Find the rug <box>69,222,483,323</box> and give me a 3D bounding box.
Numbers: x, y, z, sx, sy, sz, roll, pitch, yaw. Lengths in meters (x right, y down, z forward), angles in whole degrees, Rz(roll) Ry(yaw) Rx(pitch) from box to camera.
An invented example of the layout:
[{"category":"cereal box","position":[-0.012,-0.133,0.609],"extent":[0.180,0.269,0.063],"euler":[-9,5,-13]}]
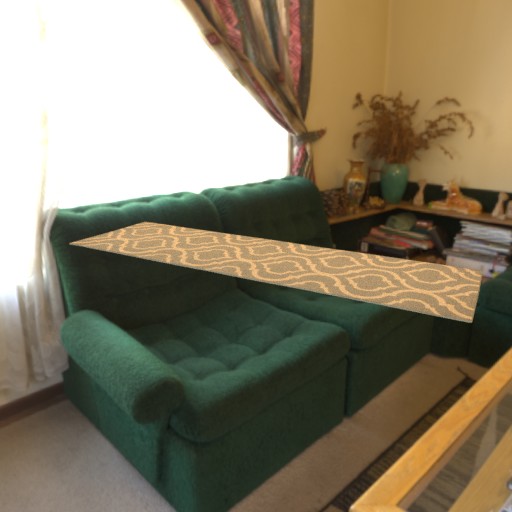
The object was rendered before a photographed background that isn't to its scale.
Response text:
[{"category":"rug","position":[0.000,0.000,2.504],"extent":[2.275,0.009,0.684],"euler":[9,20,28]}]
